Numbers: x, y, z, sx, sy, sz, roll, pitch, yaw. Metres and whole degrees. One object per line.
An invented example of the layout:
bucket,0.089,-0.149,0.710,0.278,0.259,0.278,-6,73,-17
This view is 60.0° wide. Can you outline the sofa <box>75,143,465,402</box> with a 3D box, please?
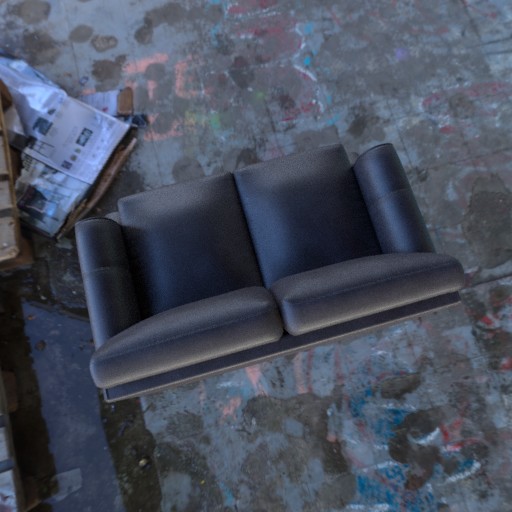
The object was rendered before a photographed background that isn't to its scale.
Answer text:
sofa,0.000,0.000,2.258,1.663,0.979,1.030,-15,76,-4
